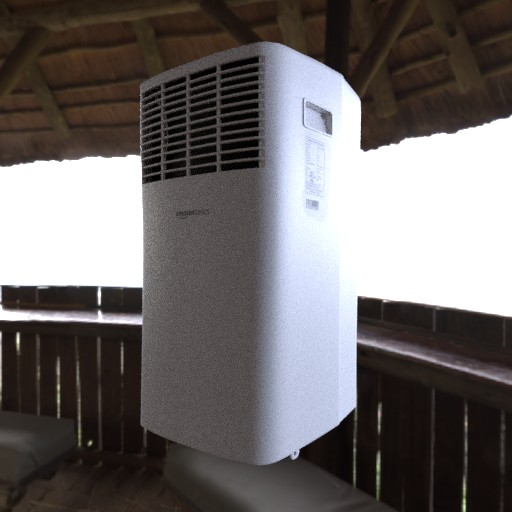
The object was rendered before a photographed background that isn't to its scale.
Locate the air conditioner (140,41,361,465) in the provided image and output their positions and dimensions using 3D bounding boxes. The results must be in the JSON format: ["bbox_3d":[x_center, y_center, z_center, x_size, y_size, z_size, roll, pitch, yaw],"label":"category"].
[{"bbox_3d":[0.000,0.000,0.796,0.304,0.606,0.349,0,0,36],"label":"air conditioner"}]
